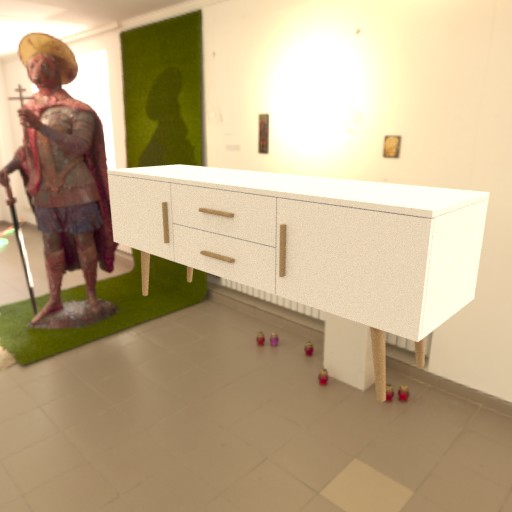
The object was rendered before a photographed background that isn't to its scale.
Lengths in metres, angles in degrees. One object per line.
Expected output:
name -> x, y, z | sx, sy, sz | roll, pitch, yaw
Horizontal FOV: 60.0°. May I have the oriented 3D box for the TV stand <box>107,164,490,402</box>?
TV stand -> 0.000, 0.000, 1.624 | 1.398, 0.560, 0.401 | 15, 22, 41
